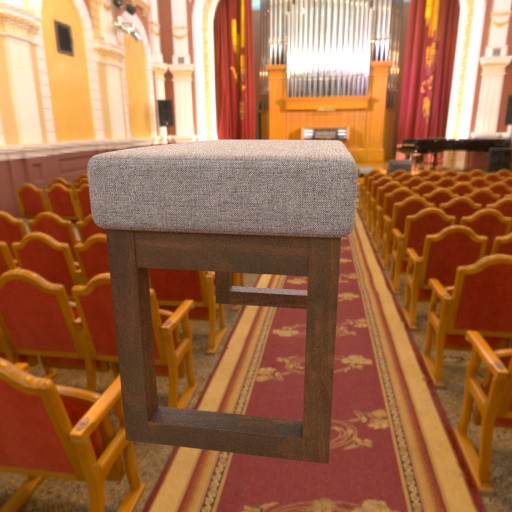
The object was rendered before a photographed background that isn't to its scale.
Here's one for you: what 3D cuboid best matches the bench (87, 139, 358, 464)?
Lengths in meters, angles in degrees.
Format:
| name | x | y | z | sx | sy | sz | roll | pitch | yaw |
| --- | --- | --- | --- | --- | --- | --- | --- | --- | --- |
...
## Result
| name | x | y | z | sx | sy | sz | roll | pitch | yaw |
| --- | --- | --- | --- | --- | --- | --- | --- | --- | --- |
| bench | 0.000 | 0.000 | 0.948 | 0.366 | 0.467 | 0.681 | 3 | 17 | 9 |
